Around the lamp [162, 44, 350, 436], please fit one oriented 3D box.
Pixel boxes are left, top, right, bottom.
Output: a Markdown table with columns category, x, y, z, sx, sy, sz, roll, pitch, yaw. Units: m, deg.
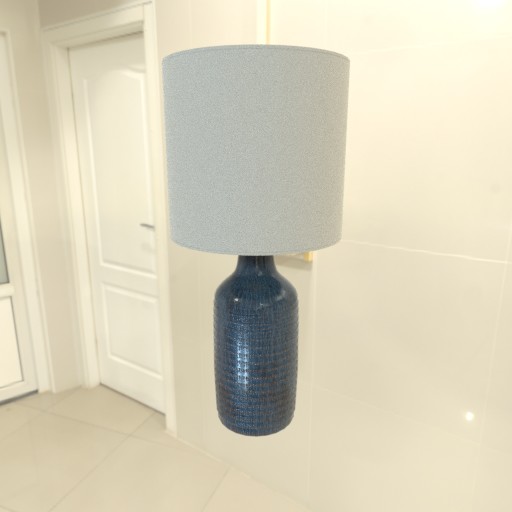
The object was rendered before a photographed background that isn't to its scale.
| category | x | y | z | sx | sy | sz | roll | pitch | yaw |
| --- | --- | --- | --- | --- | --- | --- | --- | --- | --- |
| lamp | 0.000 | 0.000 | 0.589 | 0.220 | 0.475 | 0.220 | 8 | 16 | 28 |
